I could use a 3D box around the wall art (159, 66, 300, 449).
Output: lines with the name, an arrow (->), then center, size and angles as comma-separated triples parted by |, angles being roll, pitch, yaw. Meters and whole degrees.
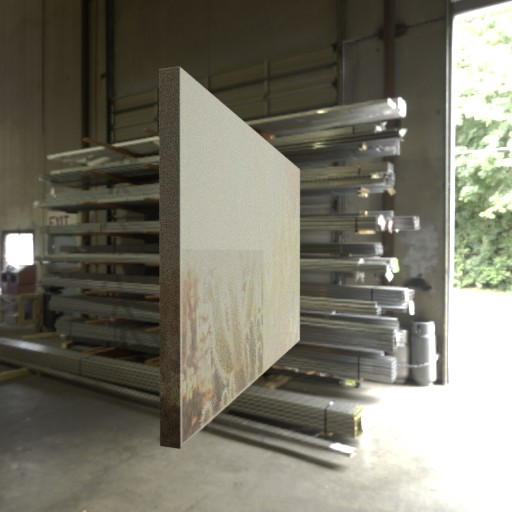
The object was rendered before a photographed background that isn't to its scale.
wall art -> 0.000, 0.000, 1.145 | 0.040, 0.608, 0.916 | 0, 1, 18
